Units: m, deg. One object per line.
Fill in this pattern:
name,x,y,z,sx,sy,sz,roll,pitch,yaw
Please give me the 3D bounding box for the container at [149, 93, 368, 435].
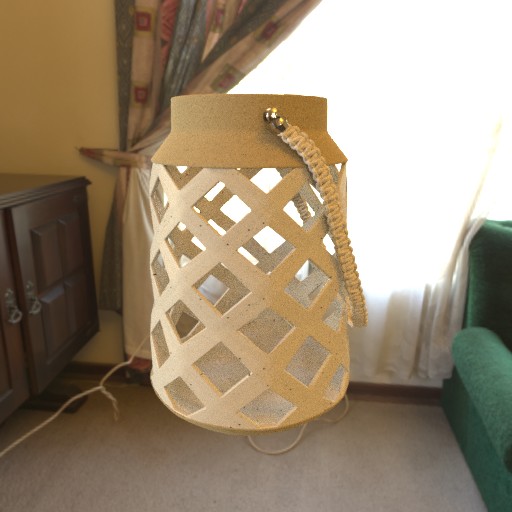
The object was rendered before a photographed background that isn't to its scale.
container,0.000,0.000,0.342,0.172,0.229,0.163,-2,17,-8
